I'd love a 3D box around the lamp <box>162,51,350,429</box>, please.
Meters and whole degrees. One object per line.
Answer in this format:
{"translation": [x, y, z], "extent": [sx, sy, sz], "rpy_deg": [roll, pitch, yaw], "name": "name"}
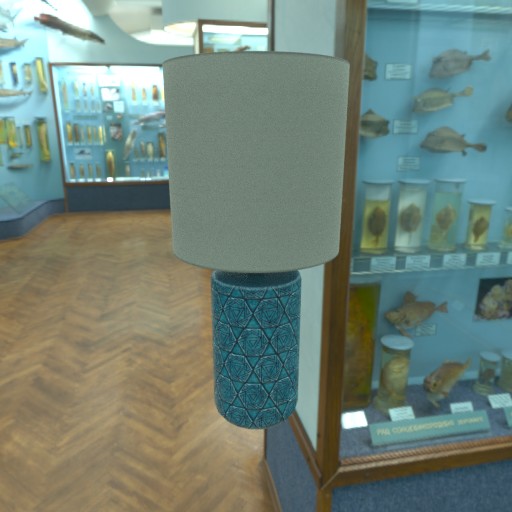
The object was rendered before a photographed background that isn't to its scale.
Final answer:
{"translation": [0.000, 0.000, 0.753], "extent": [0.278, 0.597, 0.278], "rpy_deg": [-3, 16, -9], "name": "lamp"}
